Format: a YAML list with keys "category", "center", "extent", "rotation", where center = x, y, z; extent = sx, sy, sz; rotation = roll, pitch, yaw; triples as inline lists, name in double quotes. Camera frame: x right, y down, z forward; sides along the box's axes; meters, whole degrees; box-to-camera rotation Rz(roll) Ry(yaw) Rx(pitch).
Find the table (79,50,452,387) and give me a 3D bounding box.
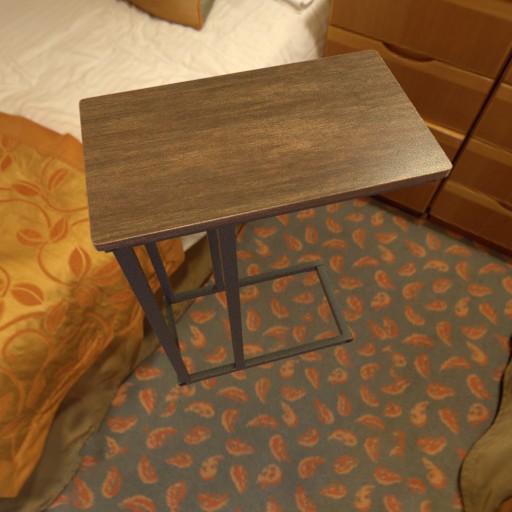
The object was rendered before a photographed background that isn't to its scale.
- category: "table"
  center: [0.000, 0.000, 0.862]
  extent: [0.450, 0.637, 0.254]
  rotation: [-13, 60, -8]
